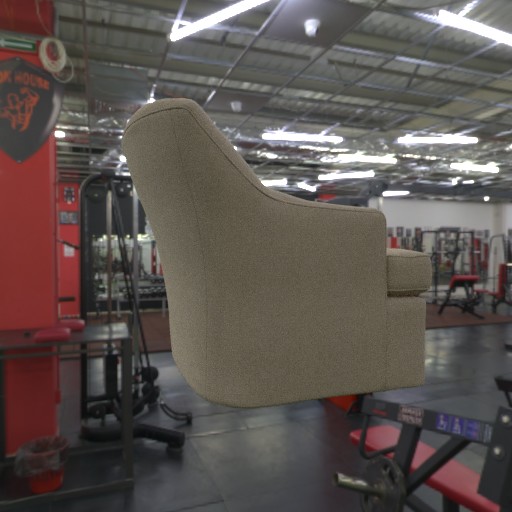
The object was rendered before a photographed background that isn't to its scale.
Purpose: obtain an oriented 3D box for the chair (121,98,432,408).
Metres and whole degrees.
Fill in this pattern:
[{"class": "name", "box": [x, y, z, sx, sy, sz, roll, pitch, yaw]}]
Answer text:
[{"class": "chair", "box": [0.000, 0.000, 1.586, 0.923, 0.856, 0.864, 0, 1, -18]}]
